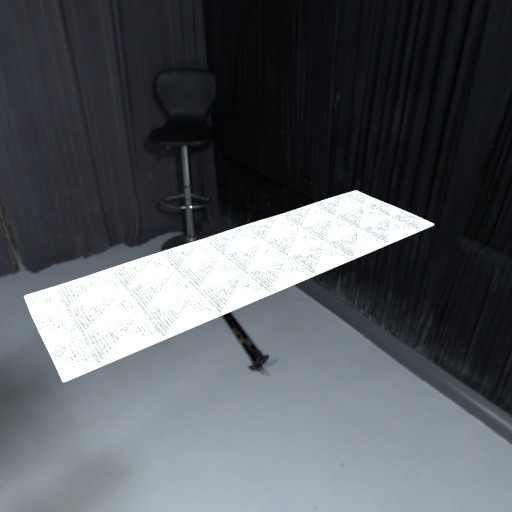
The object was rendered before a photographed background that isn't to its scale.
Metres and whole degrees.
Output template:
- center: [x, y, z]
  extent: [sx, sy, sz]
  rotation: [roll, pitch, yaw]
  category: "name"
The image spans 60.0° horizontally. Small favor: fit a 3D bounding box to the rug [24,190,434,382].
- center: [0.000, 0.000, 2.363]
  extent: [2.182, 0.015, 0.645]
  rotation: [-20, 37, -29]
  category: "rug"
